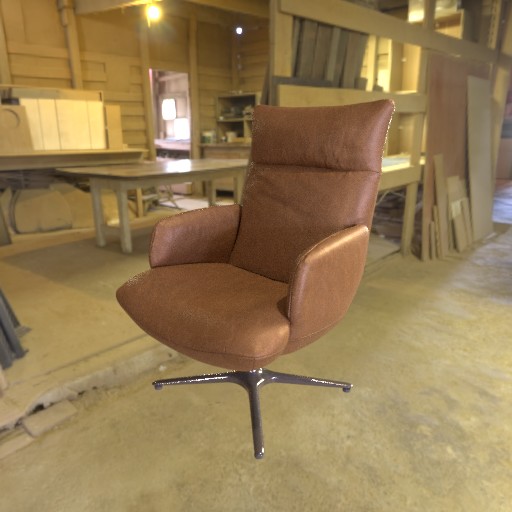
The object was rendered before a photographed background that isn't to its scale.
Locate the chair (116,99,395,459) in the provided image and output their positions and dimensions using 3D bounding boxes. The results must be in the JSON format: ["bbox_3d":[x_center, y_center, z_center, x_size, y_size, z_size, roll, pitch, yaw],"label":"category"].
[{"bbox_3d":[0.000,0.000,1.527,0.711,1.027,0.794,15,22,42],"label":"chair"}]
